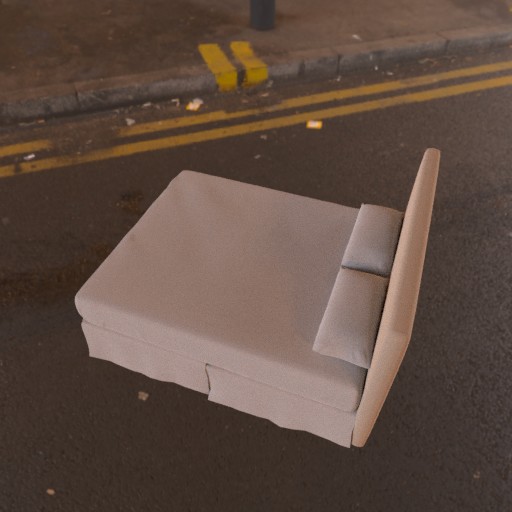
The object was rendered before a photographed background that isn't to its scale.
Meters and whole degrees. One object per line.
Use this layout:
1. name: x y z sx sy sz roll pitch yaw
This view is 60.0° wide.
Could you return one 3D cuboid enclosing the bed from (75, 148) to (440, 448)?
1. bed: 0.000 0.000 3.243 2.142 1.330 1.748 15 47 14
